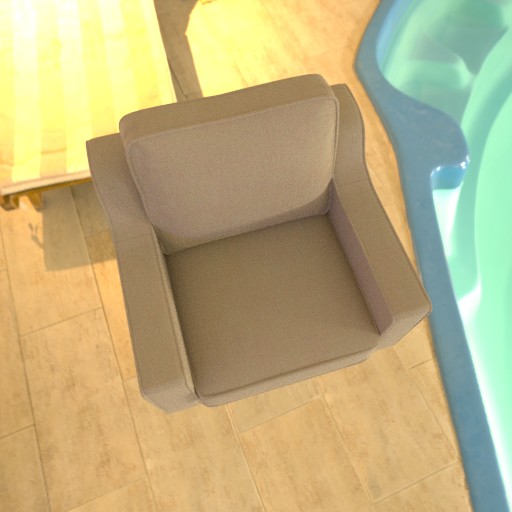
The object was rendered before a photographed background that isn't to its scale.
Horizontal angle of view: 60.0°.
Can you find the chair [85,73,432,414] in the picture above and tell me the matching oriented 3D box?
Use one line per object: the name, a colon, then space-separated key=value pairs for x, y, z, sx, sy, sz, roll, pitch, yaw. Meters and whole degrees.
chair: x=0.000 y=0.000 z=1.599 sx=0.922 sy=0.948 sz=0.882 roll=-15 pitch=65 yaw=-7
